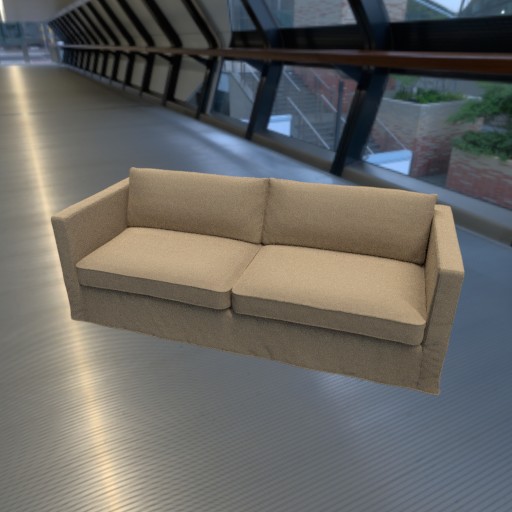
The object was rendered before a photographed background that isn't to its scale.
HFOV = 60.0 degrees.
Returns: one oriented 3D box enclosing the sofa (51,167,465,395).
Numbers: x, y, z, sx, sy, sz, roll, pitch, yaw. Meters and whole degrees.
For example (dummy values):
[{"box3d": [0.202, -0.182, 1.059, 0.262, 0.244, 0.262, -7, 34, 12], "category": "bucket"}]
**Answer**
[{"box3d": [0.000, 0.000, 2.815, 2.312, 0.853, 0.962, 8, 28, 16], "category": "sofa"}]
